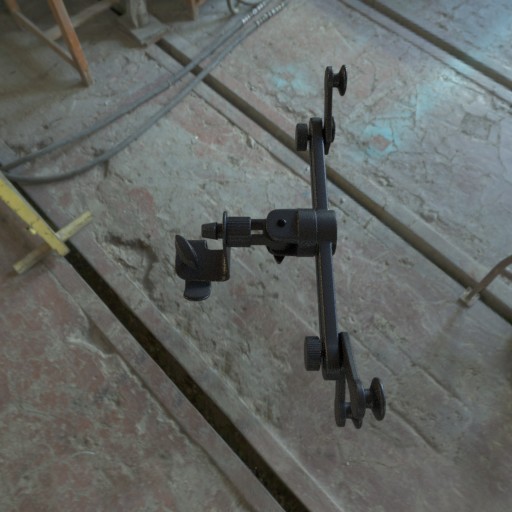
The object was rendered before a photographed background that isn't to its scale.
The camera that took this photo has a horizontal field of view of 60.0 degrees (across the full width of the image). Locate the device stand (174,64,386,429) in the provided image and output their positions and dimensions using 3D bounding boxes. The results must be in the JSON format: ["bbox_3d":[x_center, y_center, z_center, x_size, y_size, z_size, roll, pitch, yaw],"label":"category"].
[{"bbox_3d":[0.000,0.000,0.369,0.142,0.166,0.270,0,64,0],"label":"device stand"}]
